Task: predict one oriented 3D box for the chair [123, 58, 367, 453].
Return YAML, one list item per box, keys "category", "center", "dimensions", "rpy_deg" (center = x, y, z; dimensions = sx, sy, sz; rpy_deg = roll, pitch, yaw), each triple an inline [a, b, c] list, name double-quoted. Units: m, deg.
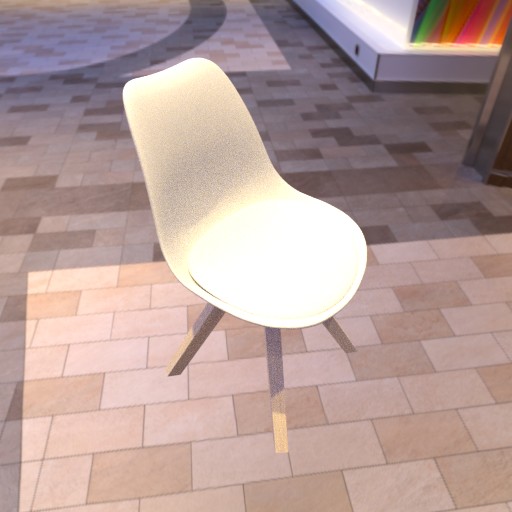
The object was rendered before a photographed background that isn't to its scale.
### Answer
- category: "chair"
  center: [0.000, 0.000, 1.162]
  dimensions: [0.550, 0.850, 0.485]
  rpy_deg: [25, 46, 27]
